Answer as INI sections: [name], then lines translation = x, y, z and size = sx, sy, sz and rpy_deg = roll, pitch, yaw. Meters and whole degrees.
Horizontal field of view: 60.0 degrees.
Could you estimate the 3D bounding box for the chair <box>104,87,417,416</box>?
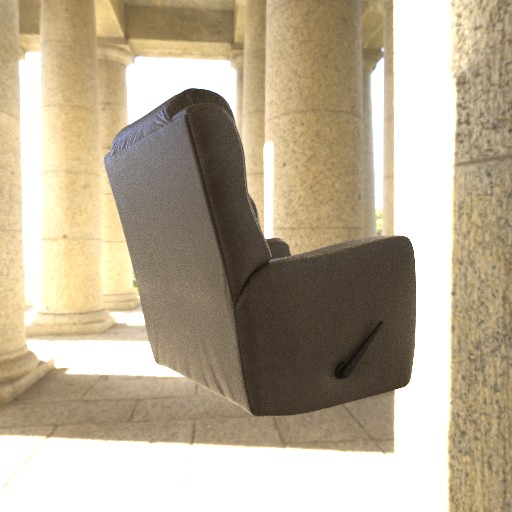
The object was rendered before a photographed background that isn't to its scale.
[chair]
translation = 0.000, 0.000, 1.916
size = 1.068, 1.116, 0.967
rpy_deg = 0, 1, -35
